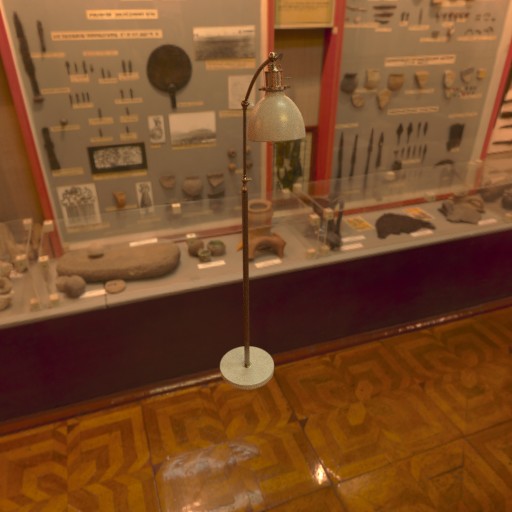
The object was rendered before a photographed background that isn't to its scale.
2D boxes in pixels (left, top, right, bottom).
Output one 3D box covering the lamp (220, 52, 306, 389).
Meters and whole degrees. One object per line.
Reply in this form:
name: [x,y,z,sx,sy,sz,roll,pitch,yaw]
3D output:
lamp: [0.000,0.000,1.847,0.288,1.586,0.599,-9,32,-15]
